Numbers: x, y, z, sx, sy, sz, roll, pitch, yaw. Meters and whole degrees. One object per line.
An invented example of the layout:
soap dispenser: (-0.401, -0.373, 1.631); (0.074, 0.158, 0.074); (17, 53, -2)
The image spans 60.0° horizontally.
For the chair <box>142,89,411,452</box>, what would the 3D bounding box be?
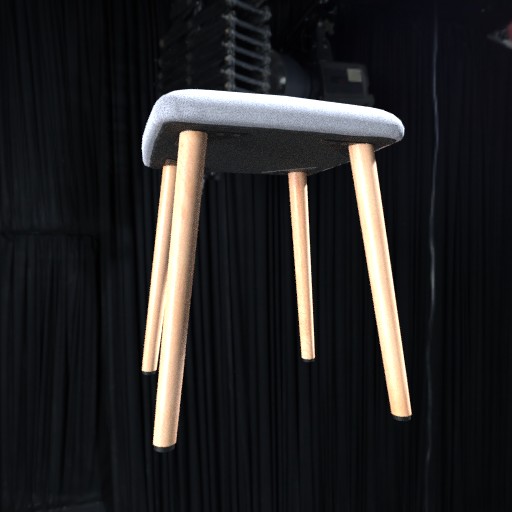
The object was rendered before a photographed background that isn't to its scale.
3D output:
chair: (0.000, 0.000, 0.709); (0.350, 0.440, 0.350); (0, 1, -17)
